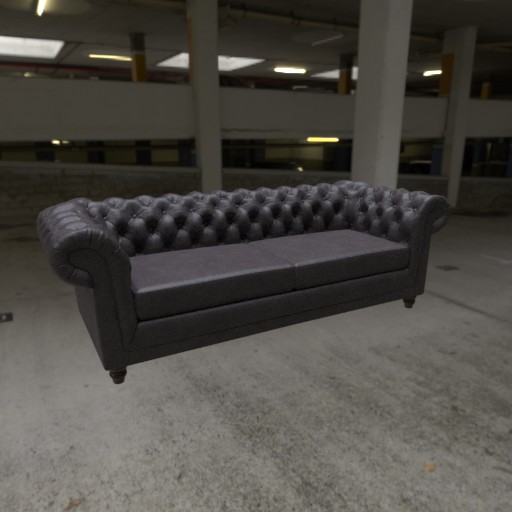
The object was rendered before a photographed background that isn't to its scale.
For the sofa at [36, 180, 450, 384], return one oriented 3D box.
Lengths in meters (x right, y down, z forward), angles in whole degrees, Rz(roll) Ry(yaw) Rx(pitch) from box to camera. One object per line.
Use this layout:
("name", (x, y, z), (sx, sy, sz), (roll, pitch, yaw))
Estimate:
("sofa", (0.000, 0.000, 2.766), (2.385, 0.783, 0.944), (-8, 18, -28))
